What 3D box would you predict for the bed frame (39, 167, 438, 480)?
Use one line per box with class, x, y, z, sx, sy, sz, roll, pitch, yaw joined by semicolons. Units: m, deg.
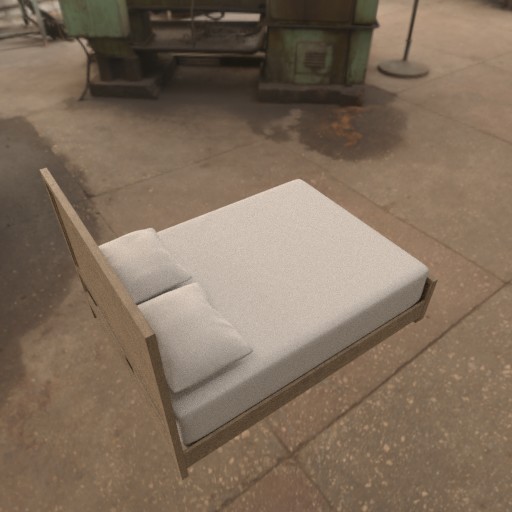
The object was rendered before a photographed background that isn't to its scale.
bed frame;0.000;0.000;3.199;2.189;1.369;1.606;-24;47;-25
